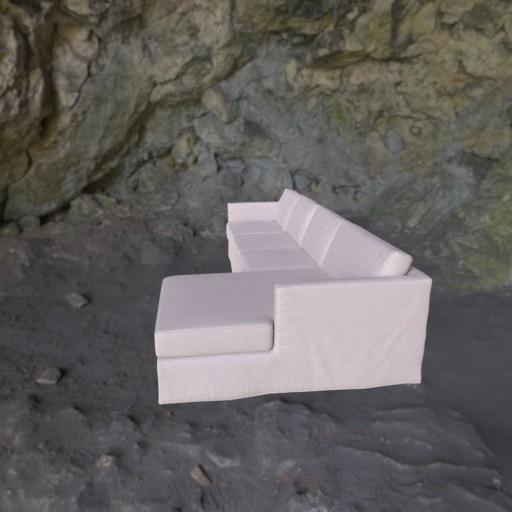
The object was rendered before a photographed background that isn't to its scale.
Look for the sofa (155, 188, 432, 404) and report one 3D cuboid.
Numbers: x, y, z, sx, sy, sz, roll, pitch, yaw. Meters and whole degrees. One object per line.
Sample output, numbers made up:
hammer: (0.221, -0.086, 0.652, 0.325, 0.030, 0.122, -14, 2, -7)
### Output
sofa: (0.000, 0.000, 4.020, 1.622, 0.871, 3.206, -2, 16, -8)
